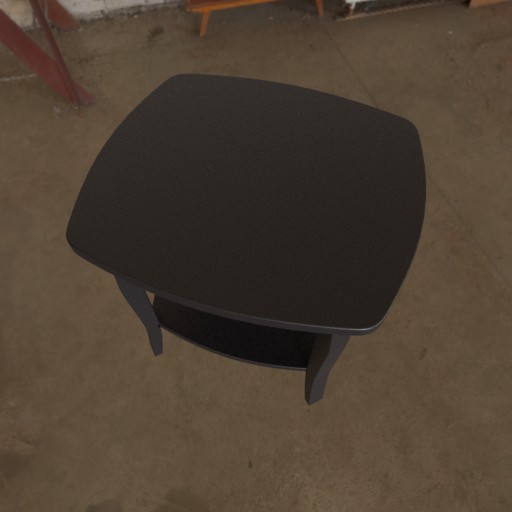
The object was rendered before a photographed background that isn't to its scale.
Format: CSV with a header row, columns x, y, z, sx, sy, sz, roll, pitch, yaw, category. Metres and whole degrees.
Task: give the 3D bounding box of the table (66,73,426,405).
x,y,z,sx,sy,sz,roll,pitch,yaw,category
0.000,0.000,0.868,0.508,0.457,0.457,15,59,9,table
